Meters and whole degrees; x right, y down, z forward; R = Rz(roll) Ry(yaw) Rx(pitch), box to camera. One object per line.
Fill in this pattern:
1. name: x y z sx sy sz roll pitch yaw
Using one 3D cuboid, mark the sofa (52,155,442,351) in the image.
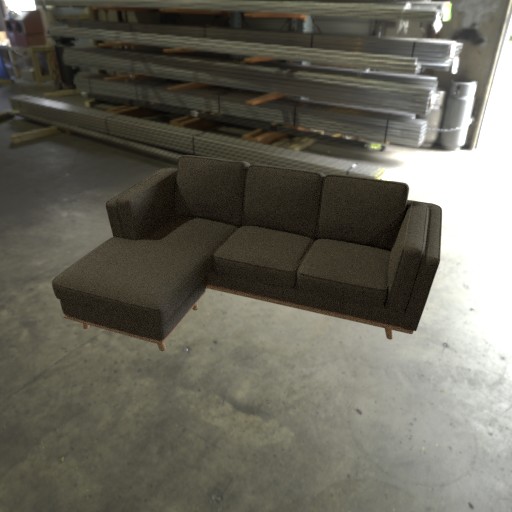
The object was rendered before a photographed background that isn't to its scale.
1. sofa: 0.000 0.000 3.202 2.411 0.929 1.604 11 32 18
